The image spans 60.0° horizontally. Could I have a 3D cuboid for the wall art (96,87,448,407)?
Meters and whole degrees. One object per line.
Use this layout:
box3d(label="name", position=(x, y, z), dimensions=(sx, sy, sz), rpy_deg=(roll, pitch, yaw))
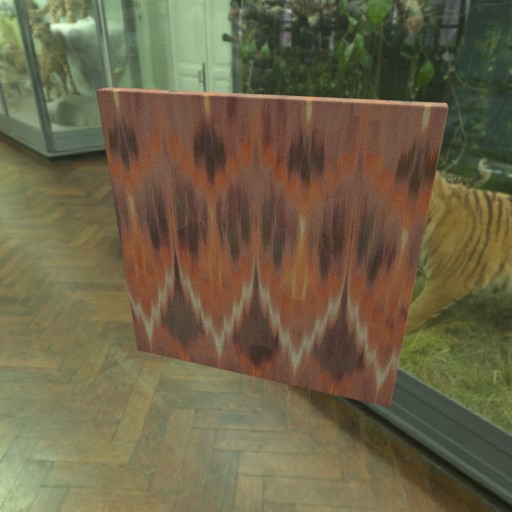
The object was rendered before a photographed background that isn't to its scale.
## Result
box3d(label="wall art", position=(0.000, 0.000, 0.887), dimensions=(0.603, 0.609, 0.037), rpy_deg=(9, 29, 16))
